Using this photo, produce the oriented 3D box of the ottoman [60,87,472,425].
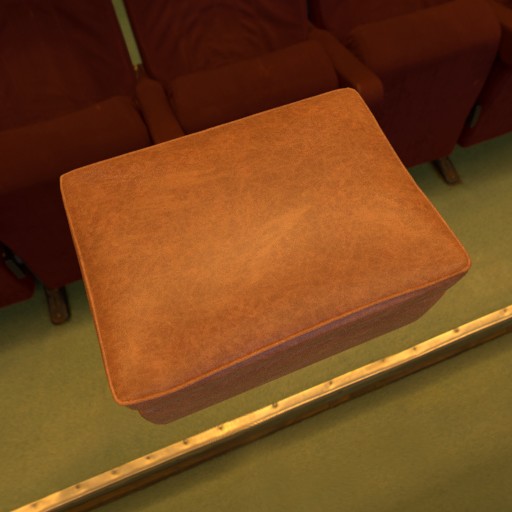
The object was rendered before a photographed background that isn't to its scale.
[{"bbox_3d":[0.000,0.000,1.100,0.756,0.468,0.554,-20,65,-9],"label":"ottoman"}]
